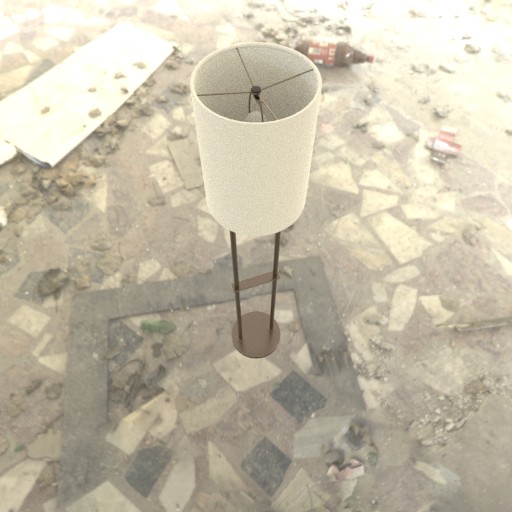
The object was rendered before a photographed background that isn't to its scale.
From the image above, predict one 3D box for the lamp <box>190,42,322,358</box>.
[{"bbox_3d":[0.000,0.000,1.656,0.306,1.500,0.305,-17,59,-11],"label":"lamp"}]
